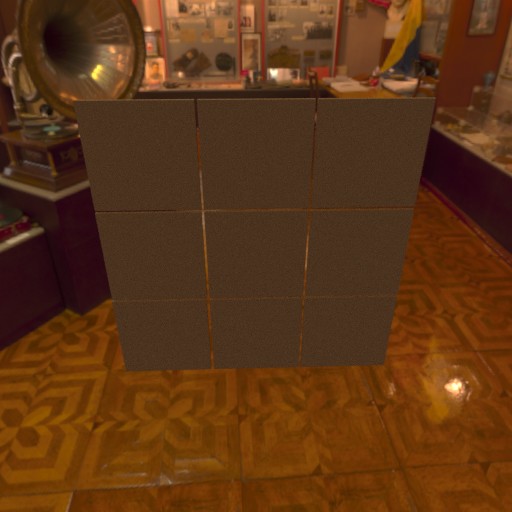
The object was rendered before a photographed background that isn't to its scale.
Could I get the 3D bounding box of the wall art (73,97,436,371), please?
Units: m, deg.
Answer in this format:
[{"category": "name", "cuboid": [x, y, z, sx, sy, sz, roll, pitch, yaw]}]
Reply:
[{"category": "wall art", "cuboid": [0.000, 0.000, 1.790, 1.216, 1.216, 0.013, -1, 30, -2]}]
